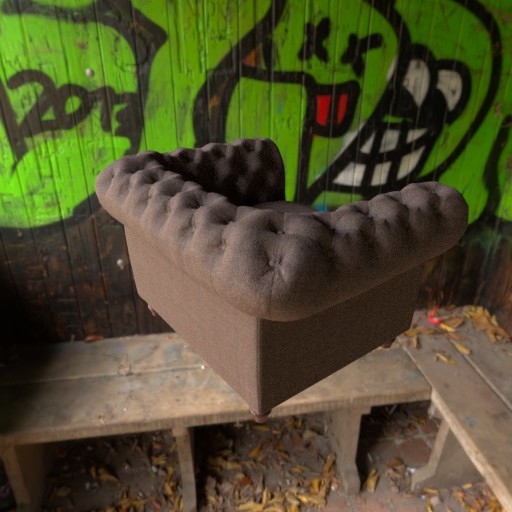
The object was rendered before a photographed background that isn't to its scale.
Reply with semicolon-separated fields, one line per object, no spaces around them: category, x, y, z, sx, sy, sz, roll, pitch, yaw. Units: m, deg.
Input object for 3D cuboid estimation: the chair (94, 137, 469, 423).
chair;0.000;0.000;1.875;0.945;0.780;1.298;-18;32;-33
